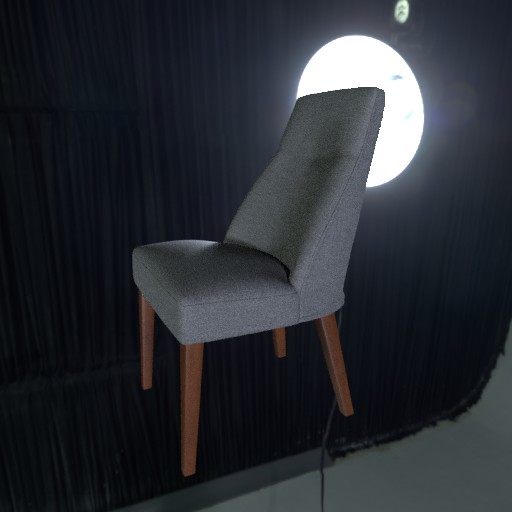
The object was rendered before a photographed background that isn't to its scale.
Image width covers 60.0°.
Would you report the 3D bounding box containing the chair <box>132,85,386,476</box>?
[{"bbox_3d":[0.000,0.000,1.282,0.620,0.930,0.500,-8,17,-26],"label":"chair"}]
